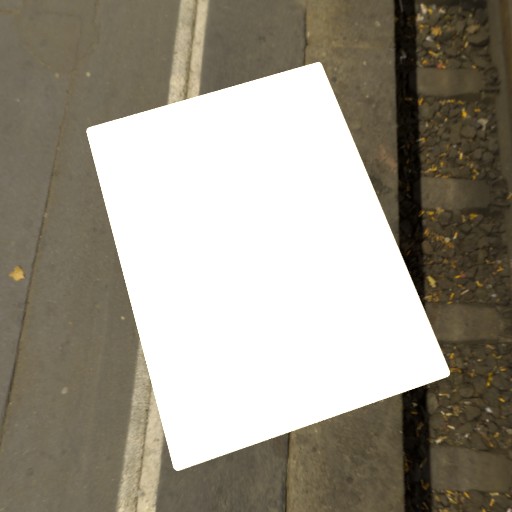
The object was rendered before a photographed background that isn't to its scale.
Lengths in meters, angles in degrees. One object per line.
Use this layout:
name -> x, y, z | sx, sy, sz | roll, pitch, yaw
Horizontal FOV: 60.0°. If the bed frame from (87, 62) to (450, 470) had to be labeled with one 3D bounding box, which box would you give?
bed frame -> 0.000, 0.000, 2.852 | 1.557, 0.659, 2.072 | -18, 77, -4
